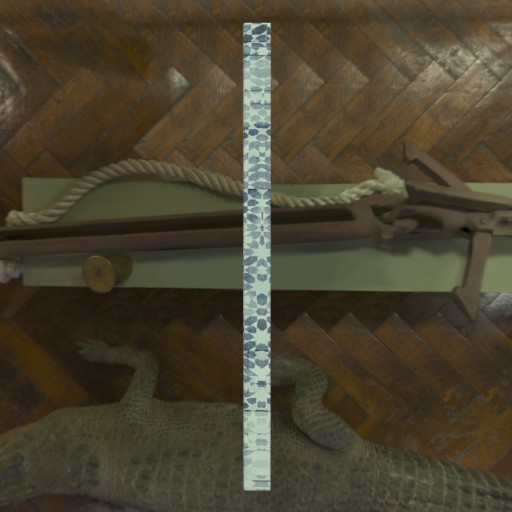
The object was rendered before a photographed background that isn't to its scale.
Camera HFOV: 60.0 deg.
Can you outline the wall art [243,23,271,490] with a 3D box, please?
[{"bbox_3d":[0.000,0.000,1.164,0.057,0.608,0.911,0,91,0],"label":"wall art"}]
